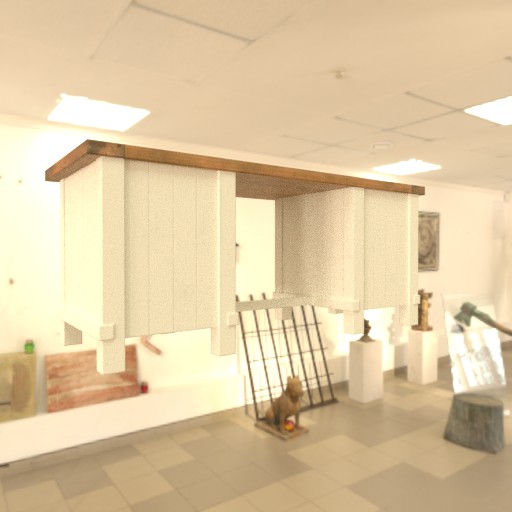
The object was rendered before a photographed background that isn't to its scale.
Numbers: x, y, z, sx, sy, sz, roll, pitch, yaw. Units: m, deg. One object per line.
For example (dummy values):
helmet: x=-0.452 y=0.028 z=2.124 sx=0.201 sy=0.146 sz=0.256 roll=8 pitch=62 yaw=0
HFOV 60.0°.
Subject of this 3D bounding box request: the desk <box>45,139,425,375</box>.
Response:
desk: x=0.000 y=0.000 z=2.211 sx=1.803 sy=0.760 sz=0.688 roll=-1 pitch=1 yaw=-36
